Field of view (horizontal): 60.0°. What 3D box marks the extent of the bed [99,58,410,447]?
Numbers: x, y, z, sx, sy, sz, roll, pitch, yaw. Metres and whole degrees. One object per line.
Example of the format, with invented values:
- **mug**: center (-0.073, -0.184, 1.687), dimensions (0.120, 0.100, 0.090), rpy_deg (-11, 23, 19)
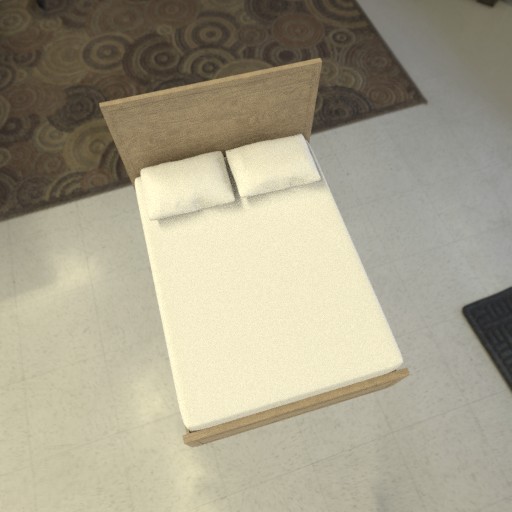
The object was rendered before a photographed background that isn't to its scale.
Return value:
- **bed**: center (0.000, 0.000, 3.281), dimensions (1.606, 1.369, 2.189), rpy_deg (-14, 65, -7)
